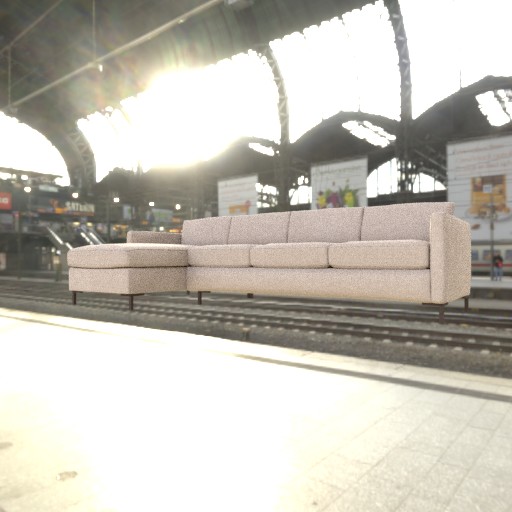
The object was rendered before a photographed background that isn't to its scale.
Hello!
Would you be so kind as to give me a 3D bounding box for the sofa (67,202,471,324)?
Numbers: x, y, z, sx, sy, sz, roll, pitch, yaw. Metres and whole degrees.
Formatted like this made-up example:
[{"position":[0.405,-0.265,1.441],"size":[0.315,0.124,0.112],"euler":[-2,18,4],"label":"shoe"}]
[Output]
[{"position":[0.000,0.000,3.498],"size":[2.923,0.816,1.469],"euler":[0,-1,35],"label":"sofa"}]
